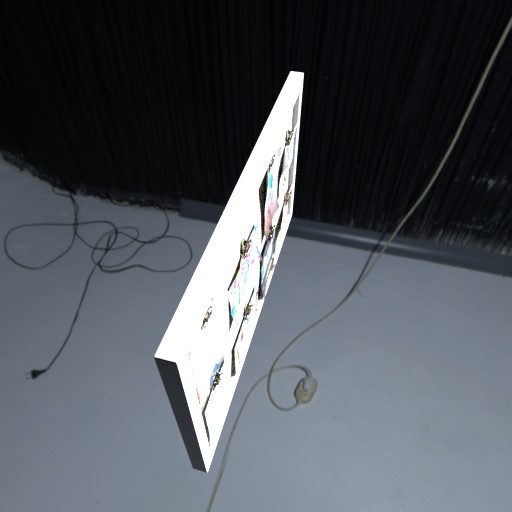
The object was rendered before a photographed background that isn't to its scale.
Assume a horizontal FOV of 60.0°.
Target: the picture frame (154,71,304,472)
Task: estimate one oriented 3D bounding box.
[{"bbox_3d":[0.000,0.000,0.801,0.044,0.379,0.647,12,50,10],"label":"picture frame"}]
